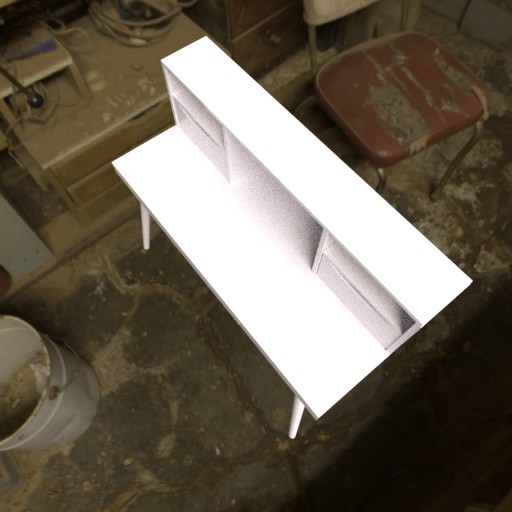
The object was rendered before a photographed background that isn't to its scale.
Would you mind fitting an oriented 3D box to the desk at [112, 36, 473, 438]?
[{"bbox_3d":[0.000,0.000,1.743,0.559,0.990,1.199,-36,69,-16],"label":"desk"}]
